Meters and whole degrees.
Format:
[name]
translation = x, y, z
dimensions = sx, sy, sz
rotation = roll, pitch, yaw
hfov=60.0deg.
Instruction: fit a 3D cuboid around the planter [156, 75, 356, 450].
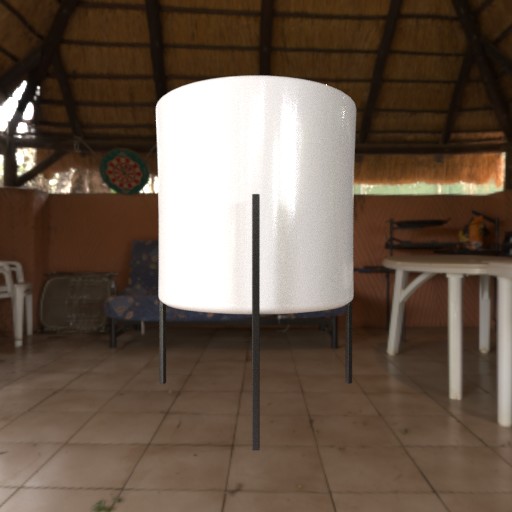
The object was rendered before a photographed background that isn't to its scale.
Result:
[planter]
translation = 0.000, 0.000, 0.729
dimensions = 0.360, 0.480, 0.361
rotation = 0, 1, 0
